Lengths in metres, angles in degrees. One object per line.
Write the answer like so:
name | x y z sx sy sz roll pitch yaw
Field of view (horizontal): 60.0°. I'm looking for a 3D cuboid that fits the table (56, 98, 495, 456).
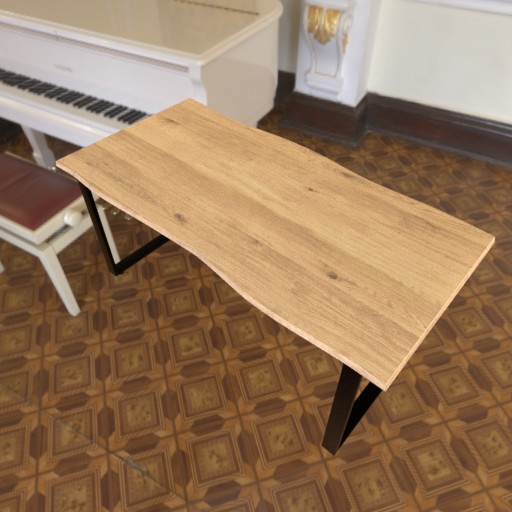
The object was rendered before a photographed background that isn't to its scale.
table | 0.000 0.000 2.231 1.800 0.780 0.900 32 54 28
